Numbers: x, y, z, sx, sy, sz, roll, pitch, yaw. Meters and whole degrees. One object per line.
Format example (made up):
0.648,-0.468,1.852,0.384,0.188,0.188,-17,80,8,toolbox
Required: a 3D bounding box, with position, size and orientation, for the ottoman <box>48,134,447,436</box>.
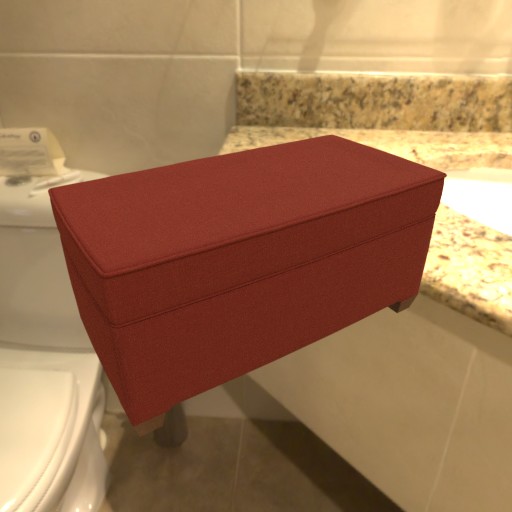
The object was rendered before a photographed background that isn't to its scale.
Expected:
0.000,0.000,1.248,0.948,0.454,0.497,-18,35,-28,ottoman
